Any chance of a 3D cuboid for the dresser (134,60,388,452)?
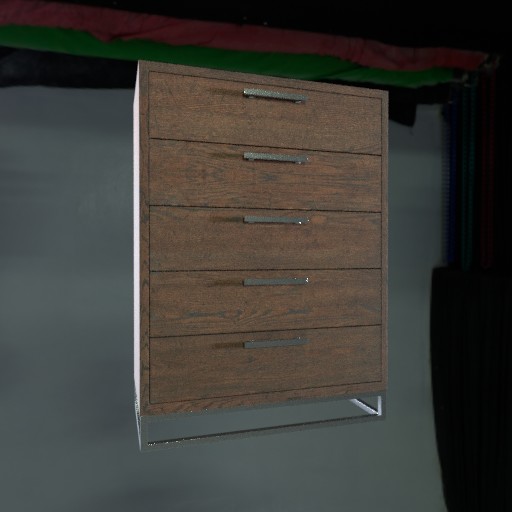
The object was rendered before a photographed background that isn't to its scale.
[{"bbox_3d":[0.000,0.000,1.851,0.965,1.321,0.508,0,1,-17],"label":"dresser"}]
